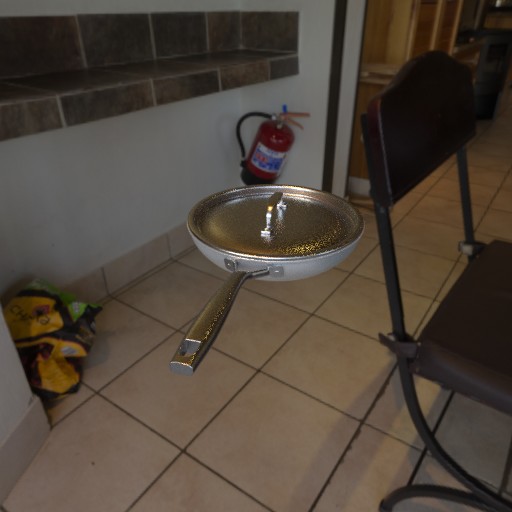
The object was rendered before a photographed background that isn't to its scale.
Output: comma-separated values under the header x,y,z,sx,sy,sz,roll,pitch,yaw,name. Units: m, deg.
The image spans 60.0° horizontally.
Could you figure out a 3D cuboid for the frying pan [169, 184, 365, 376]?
x,y,z,sx,sy,sz,roll,pitch,yaw,name
0.000,0.000,0.603,0.272,0.086,0.490,8,31,14,frying pan
